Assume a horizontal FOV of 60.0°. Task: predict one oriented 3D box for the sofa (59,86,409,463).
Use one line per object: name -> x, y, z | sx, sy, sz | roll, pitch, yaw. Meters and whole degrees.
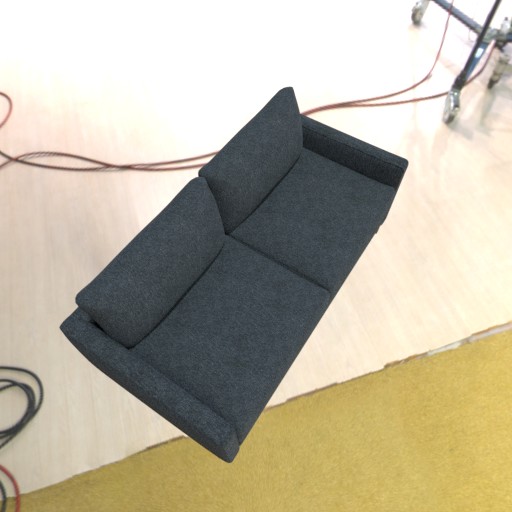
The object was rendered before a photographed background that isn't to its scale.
sofa -> 0.000, 0.000, 2.241 | 0.866, 0.862, 1.716 | 29, 62, 17
